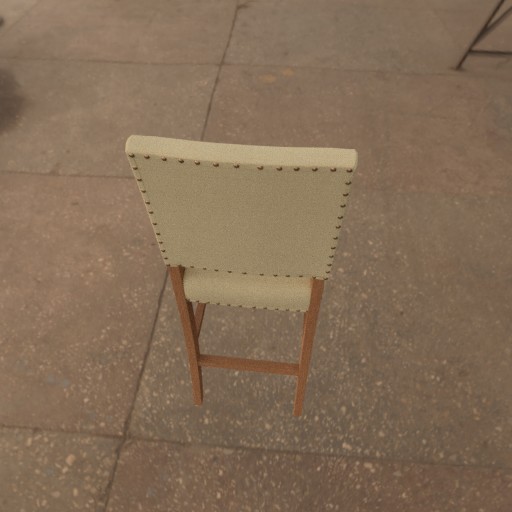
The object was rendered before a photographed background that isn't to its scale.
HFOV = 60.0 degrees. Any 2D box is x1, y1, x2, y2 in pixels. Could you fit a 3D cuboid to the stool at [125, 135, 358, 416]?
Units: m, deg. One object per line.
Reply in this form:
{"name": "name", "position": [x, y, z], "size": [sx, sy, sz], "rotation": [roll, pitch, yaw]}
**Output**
{"name": "stool", "position": [0.000, 0.000, 1.424], "size": [0.445, 1.168, 0.584], "rotation": [5, 48, 4]}
